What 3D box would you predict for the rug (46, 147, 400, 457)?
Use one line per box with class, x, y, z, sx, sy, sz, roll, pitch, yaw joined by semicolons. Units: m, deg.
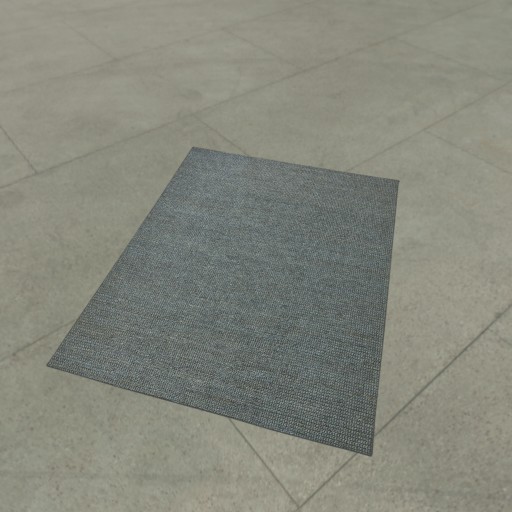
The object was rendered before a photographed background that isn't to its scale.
rug;0.000;0.000;4.131;2.456;0.021;3.068;12;48;11
